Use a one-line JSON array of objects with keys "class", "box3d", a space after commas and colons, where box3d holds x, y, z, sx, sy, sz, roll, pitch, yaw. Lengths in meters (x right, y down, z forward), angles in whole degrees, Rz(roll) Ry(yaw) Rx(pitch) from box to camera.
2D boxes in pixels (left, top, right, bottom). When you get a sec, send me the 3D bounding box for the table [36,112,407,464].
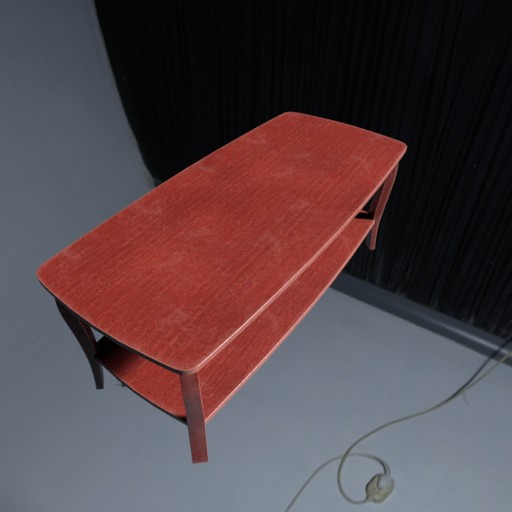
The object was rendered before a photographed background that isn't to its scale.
[{"class": "table", "box3d": [0.000, 0.000, 1.478, 0.561, 0.473, 1.216, 25, 47, 26]}]
